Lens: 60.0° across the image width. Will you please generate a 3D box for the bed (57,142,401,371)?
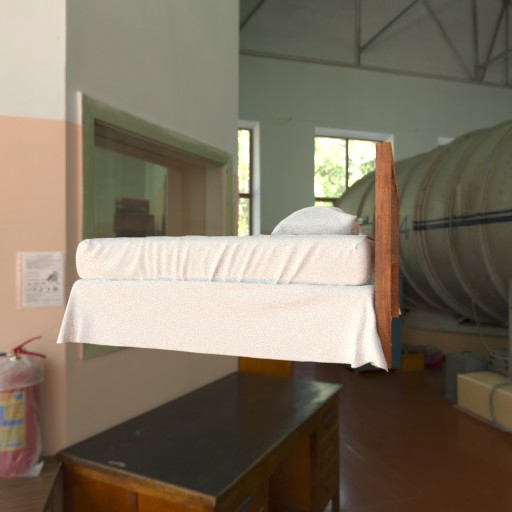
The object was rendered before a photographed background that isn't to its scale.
[{"bbox_3d":[0.000,0.000,3.529,2.165,1.158,2.255,0,0,19],"label":"bed"}]
